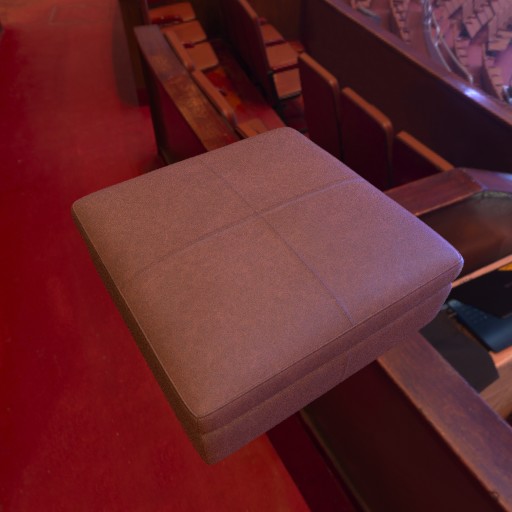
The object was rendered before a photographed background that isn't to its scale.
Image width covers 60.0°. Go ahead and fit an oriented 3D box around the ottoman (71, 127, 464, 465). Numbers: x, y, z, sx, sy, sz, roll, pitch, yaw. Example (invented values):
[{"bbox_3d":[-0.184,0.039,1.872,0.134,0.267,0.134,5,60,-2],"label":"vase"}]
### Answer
[{"bbox_3d":[0.000,0.000,1.862,1.168,0.490,1.168,-25,51,-22],"label":"ottoman"}]
